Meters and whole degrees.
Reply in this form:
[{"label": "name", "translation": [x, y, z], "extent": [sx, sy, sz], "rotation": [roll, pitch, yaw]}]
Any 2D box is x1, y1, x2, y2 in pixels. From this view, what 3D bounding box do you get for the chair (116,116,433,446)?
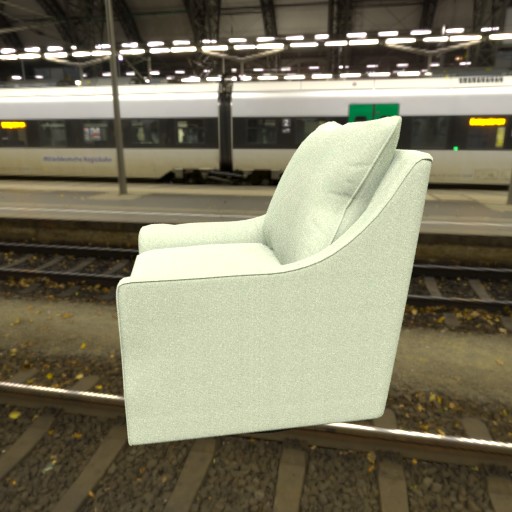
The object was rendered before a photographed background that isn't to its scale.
[{"label": "chair", "translation": [0.000, 0.000, 1.557], "extent": [0.870, 0.926, 0.760], "rotation": [-3, 15, -9]}]
